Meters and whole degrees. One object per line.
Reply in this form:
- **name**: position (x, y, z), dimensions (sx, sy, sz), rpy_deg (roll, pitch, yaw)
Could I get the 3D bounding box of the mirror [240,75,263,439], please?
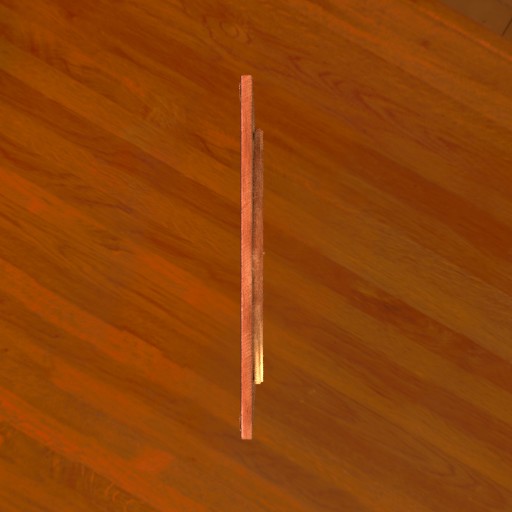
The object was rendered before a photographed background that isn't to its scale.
- **mirror**: position (0.000, 0.000, 0.994), dimensions (0.058, 0.787, 0.495), rpy_deg (0, 90, 1)
